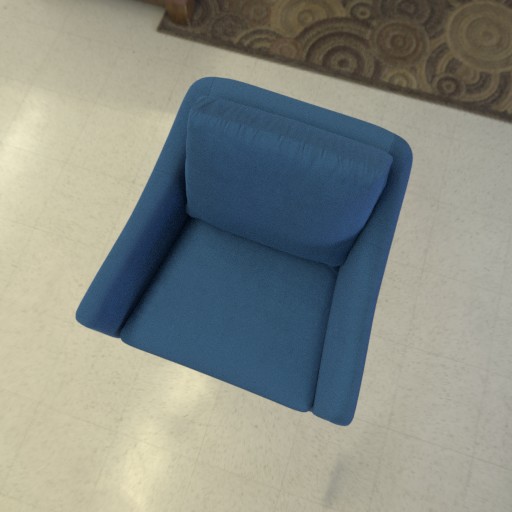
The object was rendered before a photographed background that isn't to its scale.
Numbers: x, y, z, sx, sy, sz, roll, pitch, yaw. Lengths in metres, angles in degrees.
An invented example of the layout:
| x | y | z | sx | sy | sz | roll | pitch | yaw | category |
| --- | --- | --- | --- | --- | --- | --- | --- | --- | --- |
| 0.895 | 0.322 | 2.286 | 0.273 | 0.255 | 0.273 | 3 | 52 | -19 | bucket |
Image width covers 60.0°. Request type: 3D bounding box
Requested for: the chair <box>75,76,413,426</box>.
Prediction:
| x | y | z | sx | sy | sz | roll | pitch | yaw | category |
| --- | --- | --- | --- | --- | --- | --- | --- | --- | --- |
| 0.000 | 0.000 | 1.701 | 0.987 | 0.899 | 0.961 | 20 | 76 | 5 | chair |
